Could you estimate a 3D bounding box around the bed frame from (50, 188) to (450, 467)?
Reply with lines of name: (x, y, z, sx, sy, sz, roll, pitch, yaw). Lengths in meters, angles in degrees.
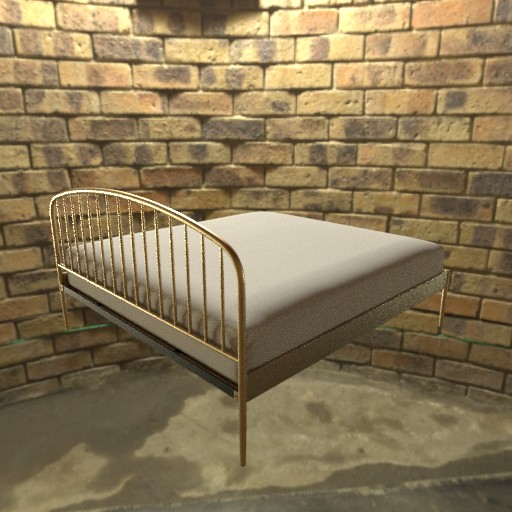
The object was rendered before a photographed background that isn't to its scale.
bed frame: (0.000, 0.000, 3.285, 2.152, 1.174, 2.016, -15, 22, -42)
